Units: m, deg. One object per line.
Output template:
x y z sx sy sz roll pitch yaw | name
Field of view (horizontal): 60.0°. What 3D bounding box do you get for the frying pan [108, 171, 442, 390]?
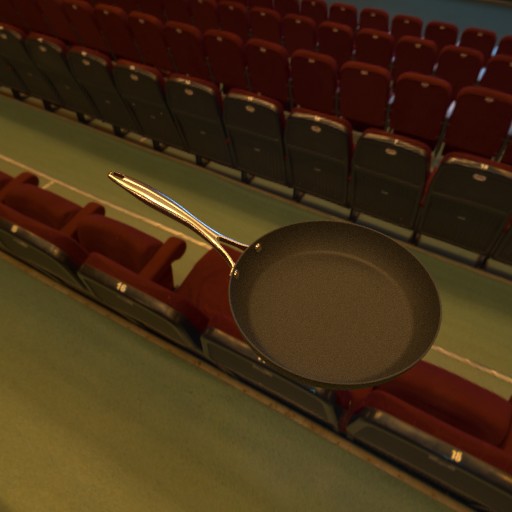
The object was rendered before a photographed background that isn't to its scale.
0.000 0.000 0.577 0.472 0.105 0.255 22 50 21 | frying pan
